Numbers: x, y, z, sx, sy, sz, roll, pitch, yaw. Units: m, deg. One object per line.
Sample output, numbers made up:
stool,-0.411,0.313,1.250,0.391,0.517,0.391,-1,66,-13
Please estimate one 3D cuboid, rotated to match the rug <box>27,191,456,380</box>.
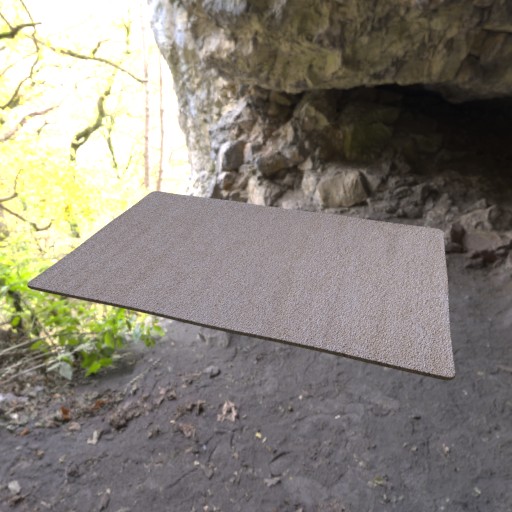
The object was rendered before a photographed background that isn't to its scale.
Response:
rug,0.000,0.000,2.886,2.349,0.026,1.500,10,32,15
